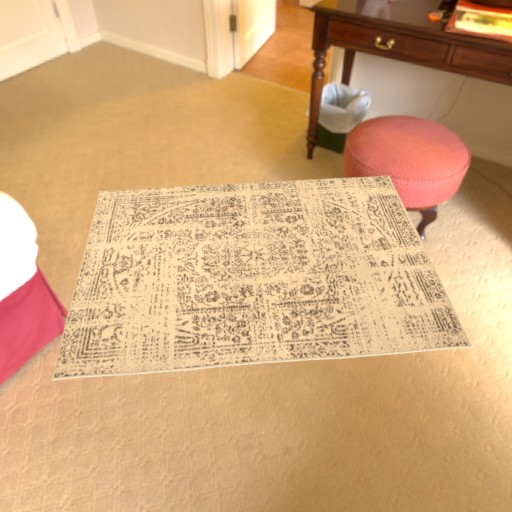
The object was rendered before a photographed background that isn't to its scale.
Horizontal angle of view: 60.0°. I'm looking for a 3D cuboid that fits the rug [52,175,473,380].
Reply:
[{"bbox_3d":[0.000,0.000,3.120,2.438,0.026,1.706,-4,46,-3],"label":"rug"}]
